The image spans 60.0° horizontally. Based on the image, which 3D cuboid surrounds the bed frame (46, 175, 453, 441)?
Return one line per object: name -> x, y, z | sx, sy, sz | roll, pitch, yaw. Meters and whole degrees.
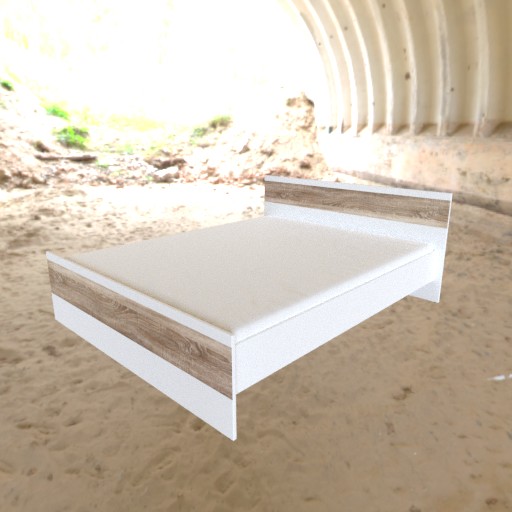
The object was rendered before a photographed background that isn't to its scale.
bed frame -> 0.000, 0.000, 2.976 | 1.720, 0.800, 2.060 | 15, 22, 42
